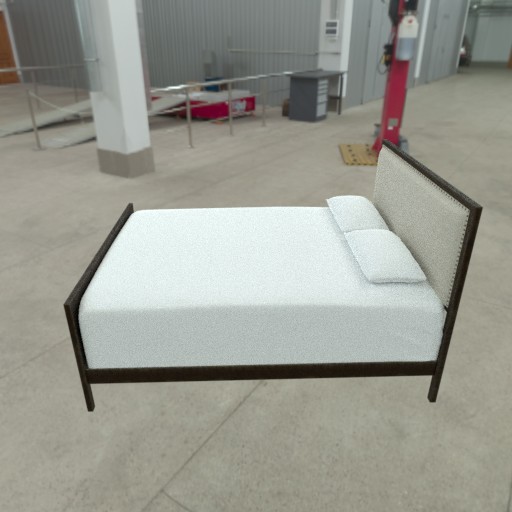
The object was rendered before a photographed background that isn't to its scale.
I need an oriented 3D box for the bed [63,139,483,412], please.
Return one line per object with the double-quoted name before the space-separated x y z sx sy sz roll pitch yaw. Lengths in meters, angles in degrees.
"bed" 0.000 0.000 3.196 2.221 1.313 1.607 -1 27 -2
